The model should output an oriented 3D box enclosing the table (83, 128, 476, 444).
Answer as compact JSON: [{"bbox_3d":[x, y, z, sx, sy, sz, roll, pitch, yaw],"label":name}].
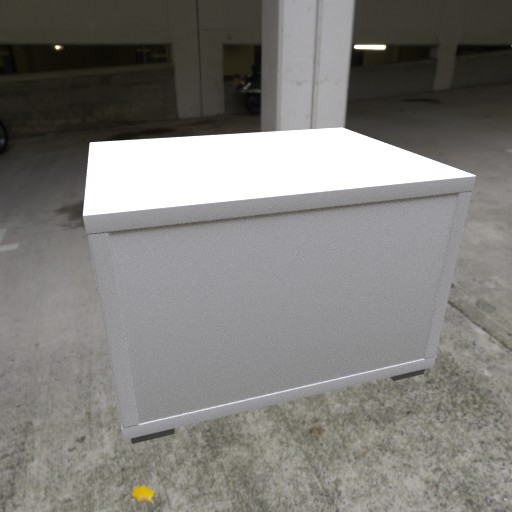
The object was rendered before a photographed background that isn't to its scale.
[{"bbox_3d":[0.000,0.000,0.795,0.517,0.357,0.399,-8,27,-16],"label":"table"}]
